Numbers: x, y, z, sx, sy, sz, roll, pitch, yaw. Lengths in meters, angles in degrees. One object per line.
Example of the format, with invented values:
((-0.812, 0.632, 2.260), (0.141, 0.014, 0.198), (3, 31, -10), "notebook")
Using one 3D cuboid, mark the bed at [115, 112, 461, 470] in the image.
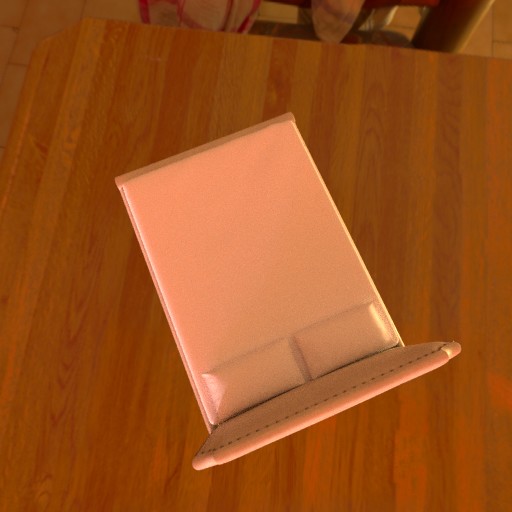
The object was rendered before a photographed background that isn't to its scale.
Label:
((0.000, 0.000, 3.397), (1.712, 1.443, 2.372), (-22, 77, -5), "bed")
